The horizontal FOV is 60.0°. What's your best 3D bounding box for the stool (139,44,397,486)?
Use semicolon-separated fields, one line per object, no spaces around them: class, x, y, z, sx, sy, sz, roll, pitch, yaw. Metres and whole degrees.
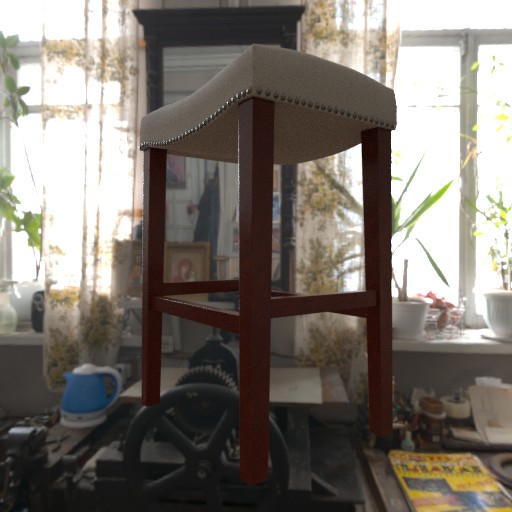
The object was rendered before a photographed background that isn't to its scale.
stool;0.000;0.000;1.013;0.372;0.742;0.504;-1;1;-35
